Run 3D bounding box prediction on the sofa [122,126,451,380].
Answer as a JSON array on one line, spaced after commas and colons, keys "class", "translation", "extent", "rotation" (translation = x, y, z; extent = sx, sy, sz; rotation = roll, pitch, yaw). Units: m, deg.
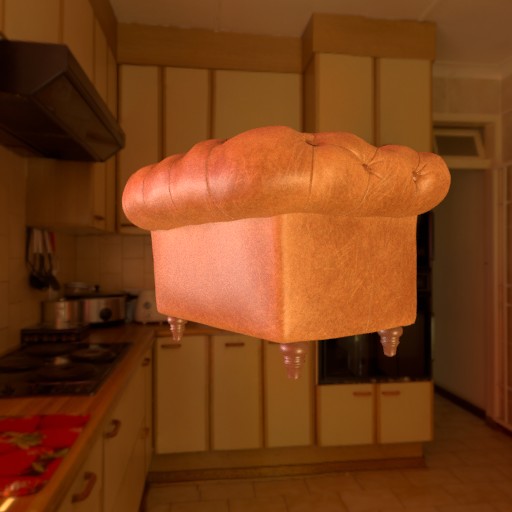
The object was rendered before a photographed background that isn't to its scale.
[{"class": "sofa", "translation": [0.000, 0.000, 2.050], "extent": [1.033, 0.878, 1.405], "rotation": [0, 0, -37]}]
